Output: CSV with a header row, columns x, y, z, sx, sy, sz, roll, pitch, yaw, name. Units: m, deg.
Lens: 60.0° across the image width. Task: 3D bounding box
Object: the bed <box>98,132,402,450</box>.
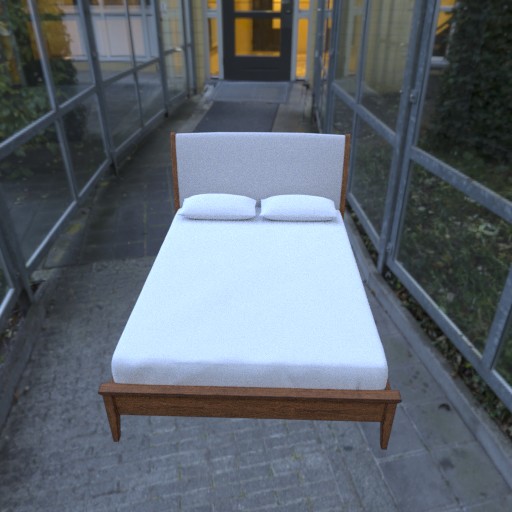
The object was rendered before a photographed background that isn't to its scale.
x,y,z,sx,sy,sz,roll,pitch,yaw,name
0.000,0.000,3.000,1.502,1.135,2.108,1,30,2,bed
